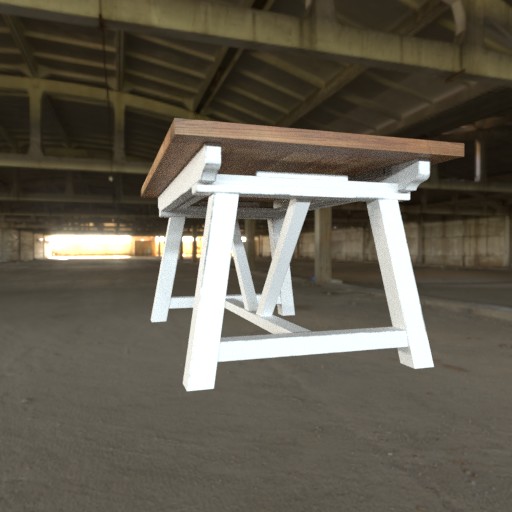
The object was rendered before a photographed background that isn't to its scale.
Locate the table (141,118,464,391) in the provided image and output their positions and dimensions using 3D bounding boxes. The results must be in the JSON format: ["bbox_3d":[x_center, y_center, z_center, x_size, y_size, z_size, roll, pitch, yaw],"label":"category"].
[{"bbox_3d":[0.000,0.000,2.003,0.922,0.743,1.503,0,1,-18],"label":"table"}]
